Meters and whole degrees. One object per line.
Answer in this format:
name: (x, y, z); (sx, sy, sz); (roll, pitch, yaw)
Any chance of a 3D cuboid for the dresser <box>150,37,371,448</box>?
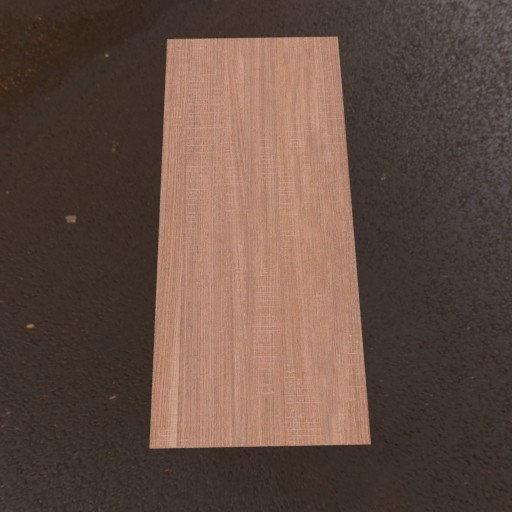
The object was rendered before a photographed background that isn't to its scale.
dresser: (0.000, 0.000, 1.526); (0.500, 0.780, 1.110); (-1, 74, 0)
